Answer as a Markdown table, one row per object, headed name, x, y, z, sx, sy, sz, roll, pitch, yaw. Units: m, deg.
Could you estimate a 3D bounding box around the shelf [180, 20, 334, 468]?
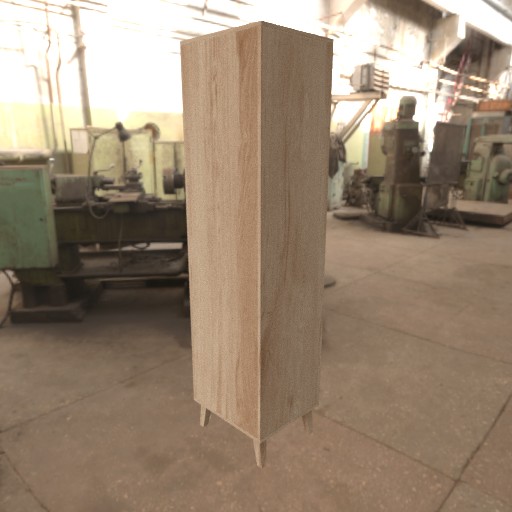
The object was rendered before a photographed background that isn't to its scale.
| name | x | y | z | sx | sy | sz | roll | pitch | yaw |
| --- | --- | --- | --- | --- | --- | --- | --- | --- | --- |
| shelf | 0.000 | 0.000 | 2.195 | 0.450 | 1.960 | 0.510 | -14 | 20 | -43 |
